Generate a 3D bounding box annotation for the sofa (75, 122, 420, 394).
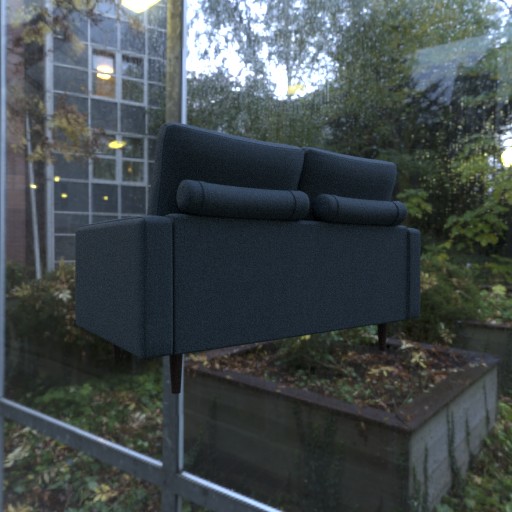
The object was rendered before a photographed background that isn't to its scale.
[{"bbox_3d":[0.000,0.000,2.034,1.407,0.907,0.842,-1,1,-36],"label":"sofa"}]
